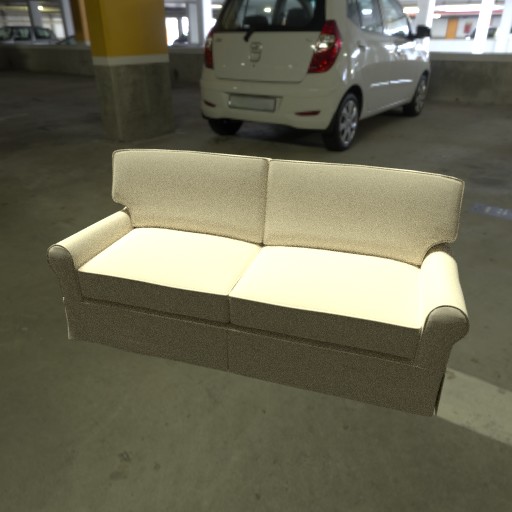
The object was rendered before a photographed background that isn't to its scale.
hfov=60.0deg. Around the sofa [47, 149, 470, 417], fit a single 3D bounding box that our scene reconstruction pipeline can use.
[{"bbox_3d":[0.000,0.000,2.361,2.021,0.937,0.862,8,28,16],"label":"sofa"}]
